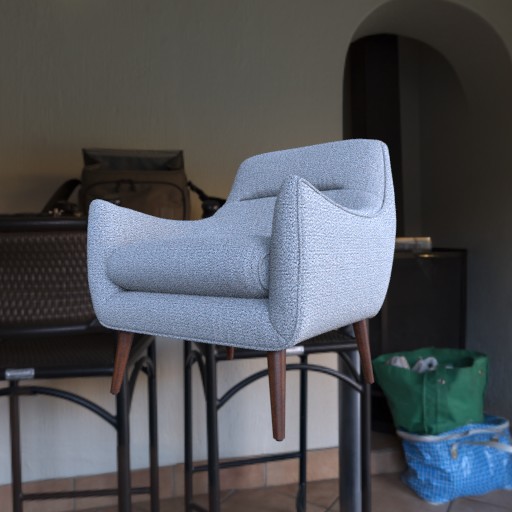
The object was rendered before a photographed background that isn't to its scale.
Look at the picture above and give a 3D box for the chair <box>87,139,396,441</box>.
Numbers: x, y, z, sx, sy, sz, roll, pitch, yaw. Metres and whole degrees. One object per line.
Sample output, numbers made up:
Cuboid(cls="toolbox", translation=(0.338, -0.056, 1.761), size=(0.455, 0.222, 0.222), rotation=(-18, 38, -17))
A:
Cuboid(cls="chair", translation=(0.000, 0.000, 1.442), size=(0.762, 0.838, 0.787), rotation=(0, 0, 35))
